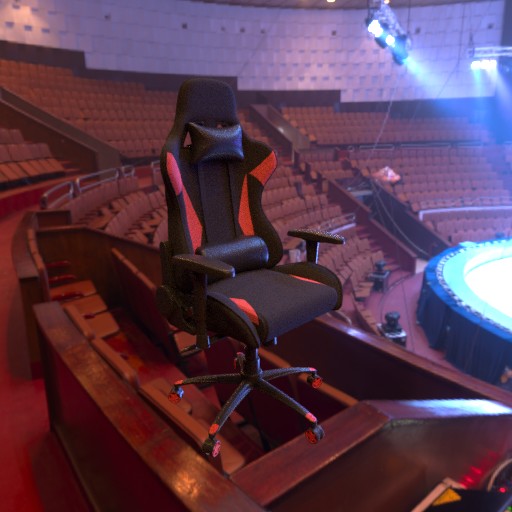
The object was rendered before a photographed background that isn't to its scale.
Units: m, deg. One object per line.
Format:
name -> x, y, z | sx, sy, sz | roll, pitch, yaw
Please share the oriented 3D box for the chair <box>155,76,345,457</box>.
chair -> 0.000, 0.000, 1.698 | 0.658, 1.326, 0.695 | 13, 20, 41
